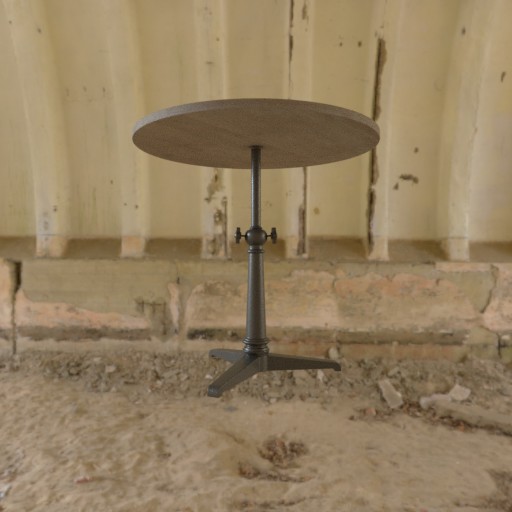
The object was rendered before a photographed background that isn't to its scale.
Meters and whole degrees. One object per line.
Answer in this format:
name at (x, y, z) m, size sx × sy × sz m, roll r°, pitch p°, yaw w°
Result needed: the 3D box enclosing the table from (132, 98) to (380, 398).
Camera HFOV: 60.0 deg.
table at (0.000, 0.000, 1.487) m, size 0.800 × 0.780 × 0.800 m, roll 0°, pitch 0°, yaw 0°
